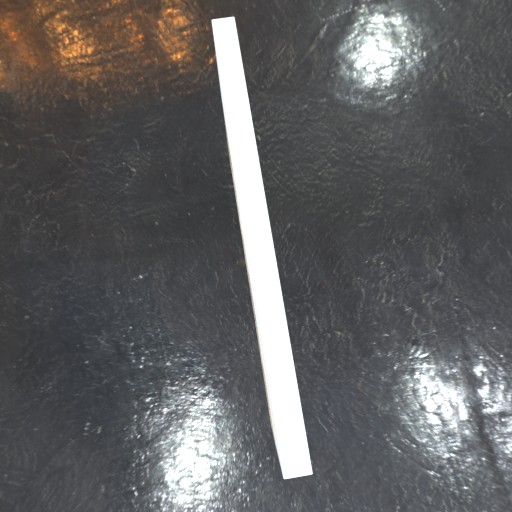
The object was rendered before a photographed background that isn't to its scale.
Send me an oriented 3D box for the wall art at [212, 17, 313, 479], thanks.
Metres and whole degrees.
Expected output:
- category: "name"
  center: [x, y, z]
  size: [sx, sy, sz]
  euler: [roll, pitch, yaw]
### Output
- category: "wall art"
  center: [0.000, 0.000, 1.142]
  size: [0.050, 0.610, 0.914]
  euler: [-9, 77, -2]
